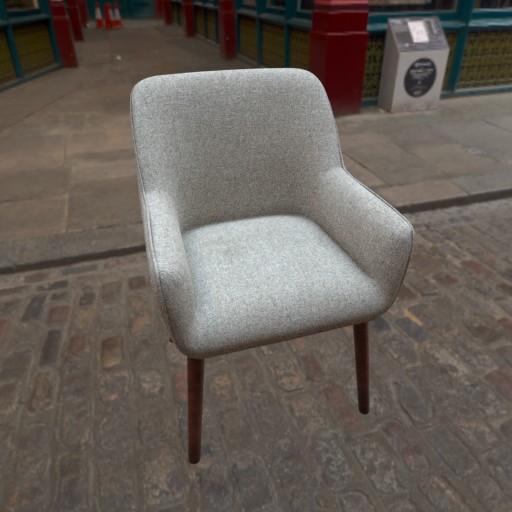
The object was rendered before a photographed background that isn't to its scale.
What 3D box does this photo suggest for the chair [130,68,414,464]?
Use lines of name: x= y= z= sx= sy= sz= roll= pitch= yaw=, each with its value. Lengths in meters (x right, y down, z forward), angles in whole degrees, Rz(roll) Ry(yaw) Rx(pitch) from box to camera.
chair: x=0.000 y=0.000 z=1.119 sx=0.543 sy=0.803 sz=0.519 roll=-10 pitch=33 yaw=-15
